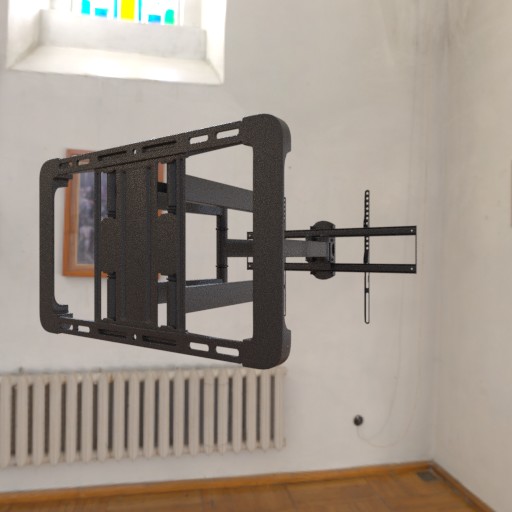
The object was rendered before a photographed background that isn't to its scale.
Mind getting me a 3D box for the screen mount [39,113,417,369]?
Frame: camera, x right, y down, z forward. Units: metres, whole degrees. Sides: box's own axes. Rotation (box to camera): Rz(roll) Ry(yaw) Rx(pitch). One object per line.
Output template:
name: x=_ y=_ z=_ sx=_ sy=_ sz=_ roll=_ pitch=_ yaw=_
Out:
screen mount: x=0.000 y=0.000 z=1.302 sx=0.725 sy=0.483 sz=0.905 roll=0 pitch=0 yaw=34
